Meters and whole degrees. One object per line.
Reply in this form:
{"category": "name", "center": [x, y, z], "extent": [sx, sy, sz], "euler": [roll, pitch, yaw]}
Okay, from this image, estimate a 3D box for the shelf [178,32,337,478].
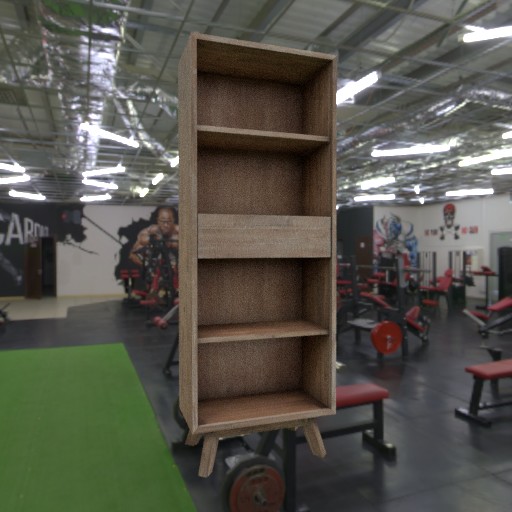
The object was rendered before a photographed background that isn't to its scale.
{"category": "shelf", "center": [0.000, 0.000, 1.527], "extent": [0.491, 1.342, 0.267], "euler": [0, 1, -19]}
